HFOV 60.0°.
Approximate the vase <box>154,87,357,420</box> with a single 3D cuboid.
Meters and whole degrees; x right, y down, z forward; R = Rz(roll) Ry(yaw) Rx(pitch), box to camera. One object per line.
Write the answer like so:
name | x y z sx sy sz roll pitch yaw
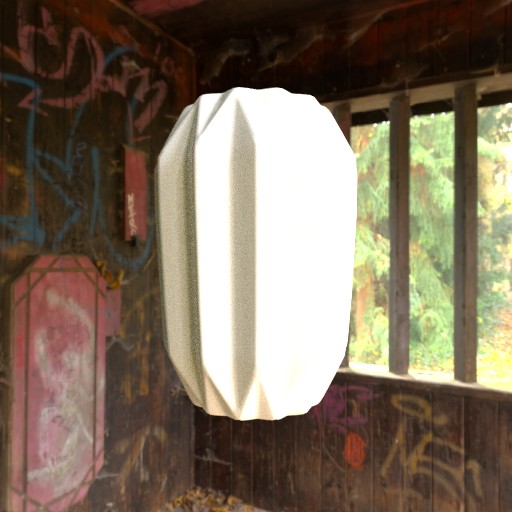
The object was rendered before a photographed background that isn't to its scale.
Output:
vase | 0.000 0.000 0.424 0.195 0.275 0.195 0 -1 0
